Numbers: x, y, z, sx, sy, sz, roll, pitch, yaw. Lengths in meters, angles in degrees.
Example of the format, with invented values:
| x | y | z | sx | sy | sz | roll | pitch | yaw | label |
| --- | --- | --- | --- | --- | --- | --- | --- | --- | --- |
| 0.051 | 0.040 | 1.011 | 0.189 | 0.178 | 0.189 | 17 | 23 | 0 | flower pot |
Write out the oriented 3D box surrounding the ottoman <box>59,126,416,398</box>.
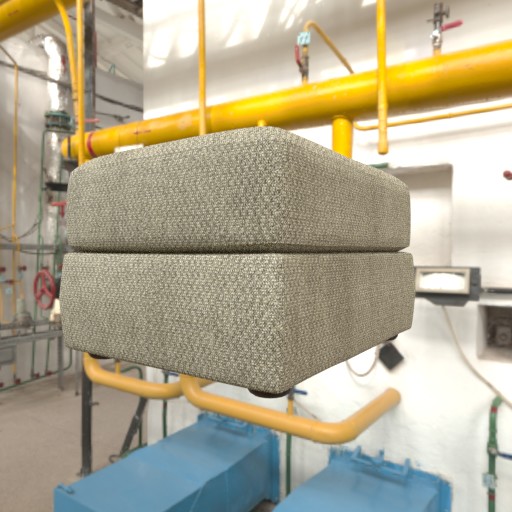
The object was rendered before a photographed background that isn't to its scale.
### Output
| x | y | z | sx | sy | sz | roll | pitch | yaw | label |
| --- | --- | --- | --- | --- | --- | --- | --- | --- | --- |
| 0.000 | 0.000 | 1.130 | 0.603 | 0.476 | 0.751 | 1 | 1 | 35 | ottoman |
